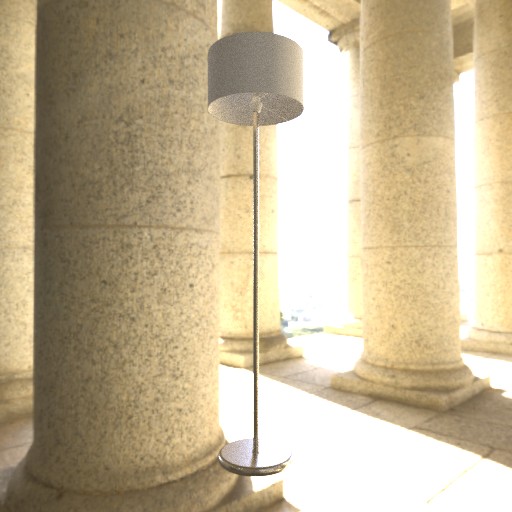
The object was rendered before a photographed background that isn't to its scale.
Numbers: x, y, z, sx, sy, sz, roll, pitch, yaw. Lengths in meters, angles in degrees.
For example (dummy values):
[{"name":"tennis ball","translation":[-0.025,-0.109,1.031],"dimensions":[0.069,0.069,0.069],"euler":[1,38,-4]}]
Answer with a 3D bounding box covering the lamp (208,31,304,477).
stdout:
[{"name":"lamp","translation":[0.000,0.000,1.588],"dimensions":[0.347,1.443,0.347],"euler":[0,-1,17]}]
